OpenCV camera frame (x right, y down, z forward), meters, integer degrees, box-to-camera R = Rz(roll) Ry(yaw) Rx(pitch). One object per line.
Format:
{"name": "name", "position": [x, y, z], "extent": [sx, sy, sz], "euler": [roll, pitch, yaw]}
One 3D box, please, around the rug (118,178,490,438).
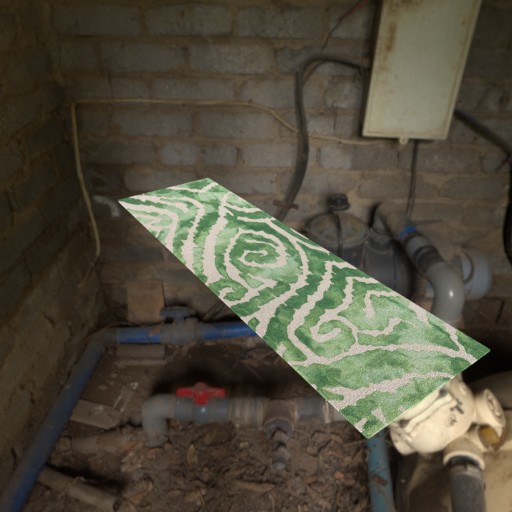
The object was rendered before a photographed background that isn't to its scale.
{"name": "rug", "position": [0.000, 0.000, 2.577], "extent": [0.761, 0.006, 2.438], "euler": [-20, 37, -29]}
